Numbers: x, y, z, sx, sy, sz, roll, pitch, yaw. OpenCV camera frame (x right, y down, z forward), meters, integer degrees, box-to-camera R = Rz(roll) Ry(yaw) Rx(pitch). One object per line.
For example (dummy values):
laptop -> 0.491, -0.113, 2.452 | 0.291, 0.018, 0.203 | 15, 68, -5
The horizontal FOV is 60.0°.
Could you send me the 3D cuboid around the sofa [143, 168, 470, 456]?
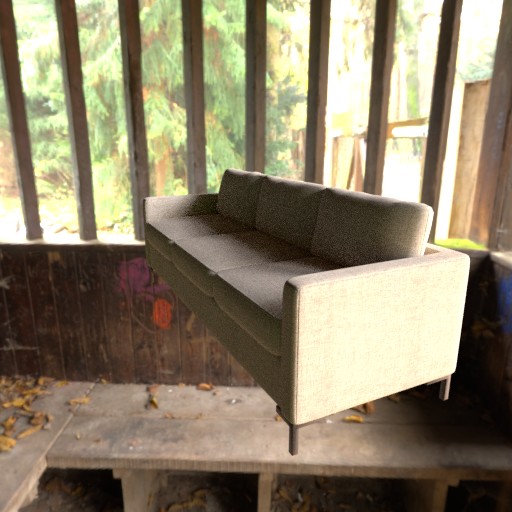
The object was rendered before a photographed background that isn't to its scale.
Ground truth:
sofa -> 0.000, 0.000, 2.615 | 0.859, 0.874, 2.218 | -8, 18, -25
